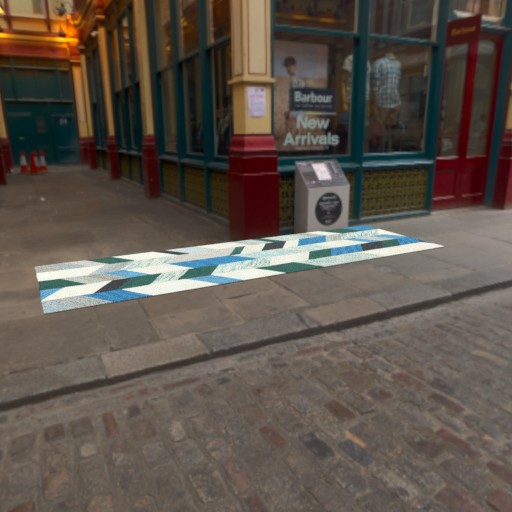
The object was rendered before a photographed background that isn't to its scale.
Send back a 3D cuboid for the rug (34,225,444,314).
[{"bbox_3d":[0.000,0.000,2.734,2.437,0.008,0.774,-8,18,-27],"label":"rug"}]
